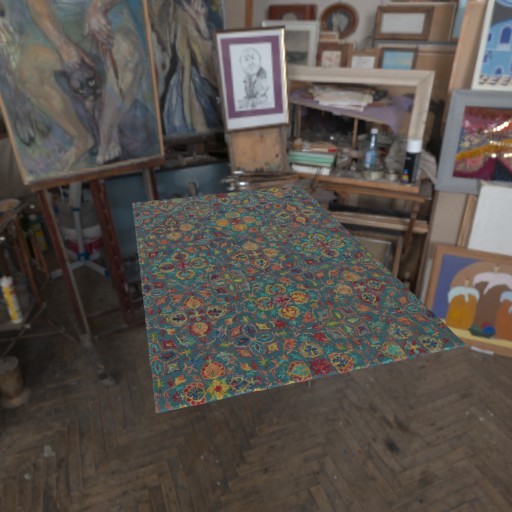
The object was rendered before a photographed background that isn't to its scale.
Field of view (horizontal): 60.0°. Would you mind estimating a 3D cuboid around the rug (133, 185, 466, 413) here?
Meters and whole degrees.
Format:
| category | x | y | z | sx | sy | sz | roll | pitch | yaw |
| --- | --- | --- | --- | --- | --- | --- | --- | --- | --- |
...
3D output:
| category | x | y | z | sx | sy | sz | roll | pitch | yaw |
| --- | --- | --- | --- | --- | --- | --- | --- | --- | --- |
| rug | 0.000 | 0.000 | 2.382 | 1.216 | 0.014 | 1.836 | -8 | 31 | -14 |
